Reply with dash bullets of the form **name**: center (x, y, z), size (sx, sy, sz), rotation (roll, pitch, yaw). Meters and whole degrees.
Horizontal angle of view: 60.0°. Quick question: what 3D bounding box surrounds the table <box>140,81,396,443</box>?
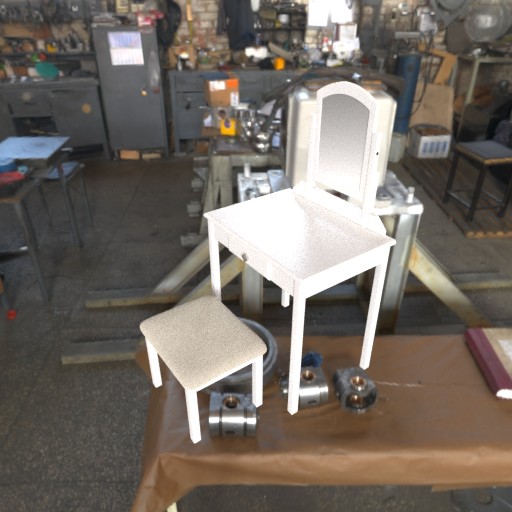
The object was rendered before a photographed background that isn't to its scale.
- **table**: center (0.000, 0.000, 2.359), size (1.211, 1.631, 0.876), rotation (-20, 37, -30)
